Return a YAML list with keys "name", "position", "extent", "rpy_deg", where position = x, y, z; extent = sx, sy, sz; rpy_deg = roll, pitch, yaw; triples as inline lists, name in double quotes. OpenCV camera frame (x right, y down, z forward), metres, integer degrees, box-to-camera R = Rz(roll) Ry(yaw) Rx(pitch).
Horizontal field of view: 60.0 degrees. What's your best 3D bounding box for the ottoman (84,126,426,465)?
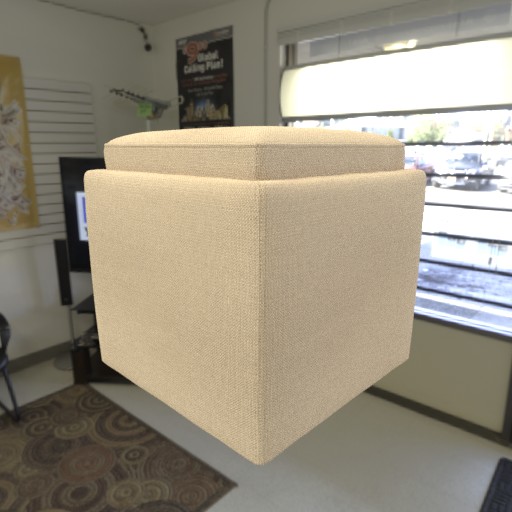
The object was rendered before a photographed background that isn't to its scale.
- name: "ottoman"
  position: [0.000, 0.000, 0.828]
  extent: [0.450, 0.460, 0.451]
  rpy_deg: [13, 19, 42]
